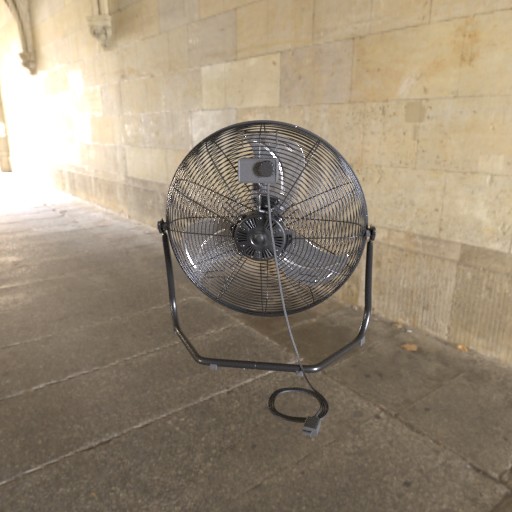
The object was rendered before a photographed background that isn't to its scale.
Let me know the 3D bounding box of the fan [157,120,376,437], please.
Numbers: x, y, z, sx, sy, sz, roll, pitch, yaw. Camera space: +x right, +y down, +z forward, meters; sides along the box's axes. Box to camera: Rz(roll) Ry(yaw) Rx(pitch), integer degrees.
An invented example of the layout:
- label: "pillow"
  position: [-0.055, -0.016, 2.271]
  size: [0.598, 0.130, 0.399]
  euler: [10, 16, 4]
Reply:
- label: "fan"
  position: [0.000, 0.000, 1.025]
  size: [0.595, 0.605, 0.470]
  euler: [2, 16, 8]
